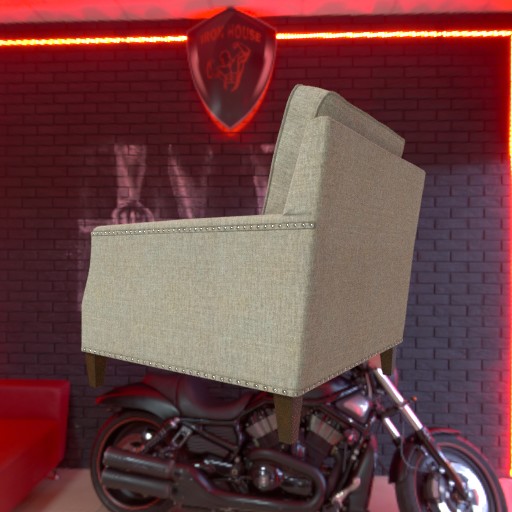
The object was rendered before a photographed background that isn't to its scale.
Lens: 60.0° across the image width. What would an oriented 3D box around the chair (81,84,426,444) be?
[{"bbox_3d":[0.000,0.000,1.664,1.014,0.943,0.853,0,0,35],"label":"chair"}]
